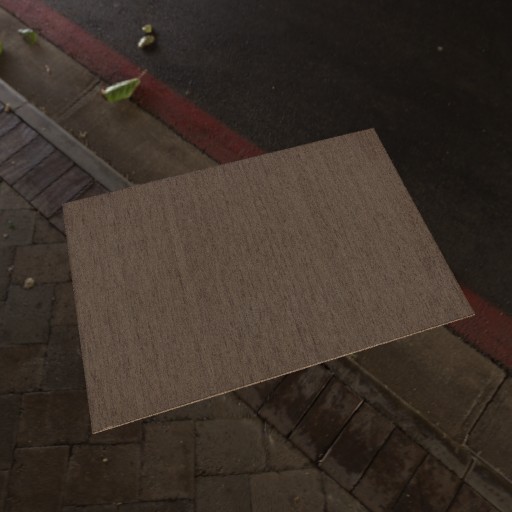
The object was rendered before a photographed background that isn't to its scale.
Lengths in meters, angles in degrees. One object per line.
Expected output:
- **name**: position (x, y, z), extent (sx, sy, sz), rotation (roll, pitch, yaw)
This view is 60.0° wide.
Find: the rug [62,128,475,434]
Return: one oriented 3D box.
- **rug**: position (0.000, 0.000, 2.284), extent (1.840, 0.013, 1.225), rotation (-15, 65, -7)
